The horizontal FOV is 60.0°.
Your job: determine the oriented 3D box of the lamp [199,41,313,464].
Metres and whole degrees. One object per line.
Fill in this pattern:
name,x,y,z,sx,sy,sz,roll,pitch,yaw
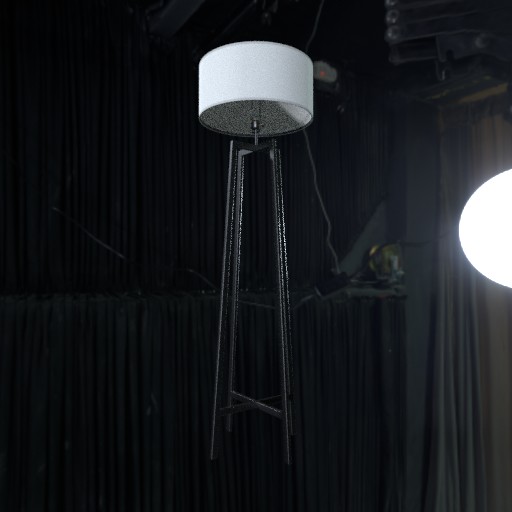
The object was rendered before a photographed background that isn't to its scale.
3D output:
lamp,0.000,0.000,1.782,0.456,1.510,0.457,1,-1,-36
